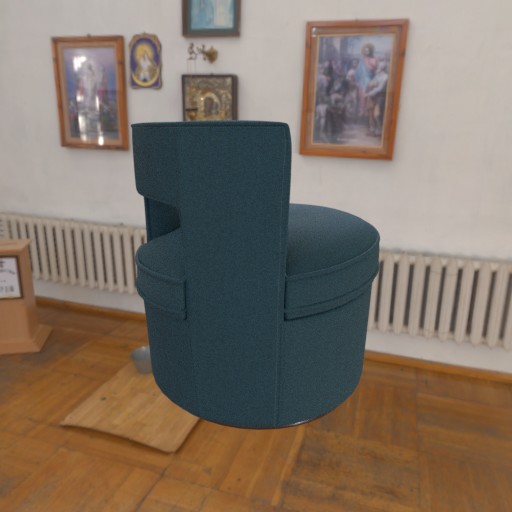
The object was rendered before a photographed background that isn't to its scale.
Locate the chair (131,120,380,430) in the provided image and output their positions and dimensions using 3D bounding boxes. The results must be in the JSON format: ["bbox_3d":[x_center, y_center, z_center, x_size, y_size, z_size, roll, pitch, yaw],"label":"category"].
[{"bbox_3d":[0.000,0.000,1.242,0.660,0.711,0.684,-8,17,-26],"label":"chair"}]
